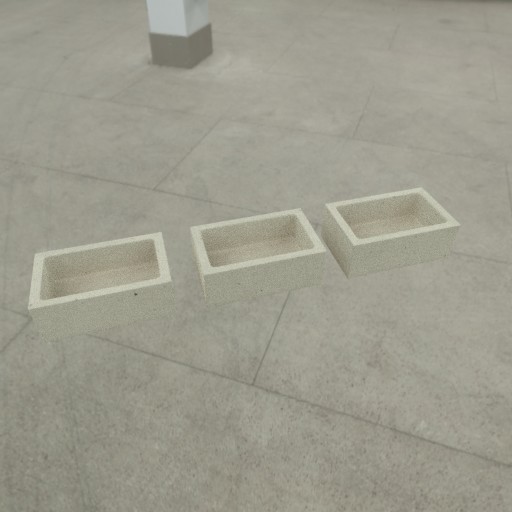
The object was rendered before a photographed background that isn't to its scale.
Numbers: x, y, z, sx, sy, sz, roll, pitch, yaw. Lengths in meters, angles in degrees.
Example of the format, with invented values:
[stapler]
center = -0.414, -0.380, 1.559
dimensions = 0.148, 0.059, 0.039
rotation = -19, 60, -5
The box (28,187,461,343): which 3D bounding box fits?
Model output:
[box]
center = 0.000, 0.000, 0.501
dimensions = 0.461, 0.051, 0.082
rotation = -11, 43, -12
